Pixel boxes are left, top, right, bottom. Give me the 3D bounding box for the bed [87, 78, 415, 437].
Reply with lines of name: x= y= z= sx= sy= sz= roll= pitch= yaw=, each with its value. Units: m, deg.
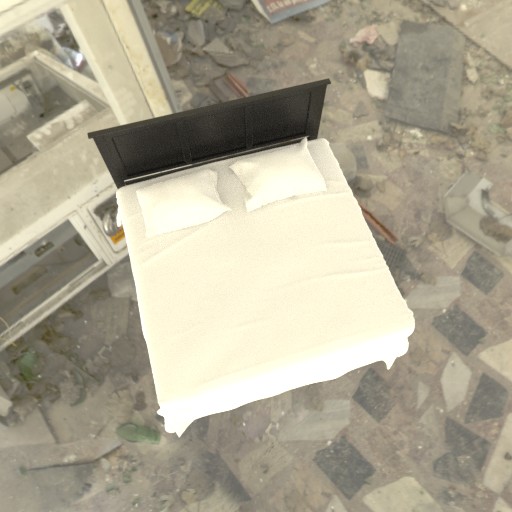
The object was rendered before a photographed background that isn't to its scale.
bed: x=0.000 y=0.000 z=3.669 sx=2.315 sy=1.271 sz=2.219 roll=-15 pitch=65 yaw=-7
